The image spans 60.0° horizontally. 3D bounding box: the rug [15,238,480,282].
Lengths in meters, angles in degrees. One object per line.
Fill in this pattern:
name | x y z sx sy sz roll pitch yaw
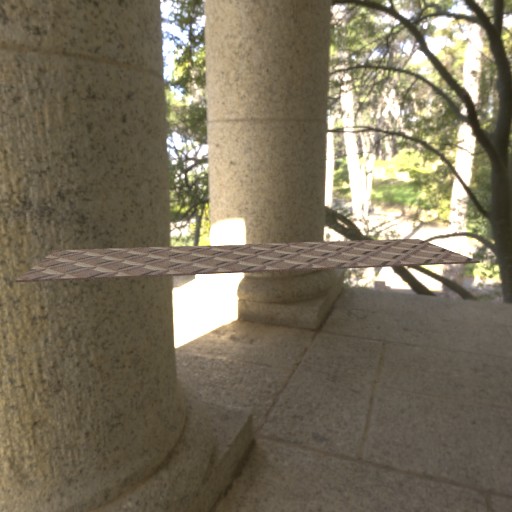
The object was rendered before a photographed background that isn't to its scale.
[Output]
rug | 0.000 0.000 2.622 2.437 0.013 0.685 -2 13 -9
